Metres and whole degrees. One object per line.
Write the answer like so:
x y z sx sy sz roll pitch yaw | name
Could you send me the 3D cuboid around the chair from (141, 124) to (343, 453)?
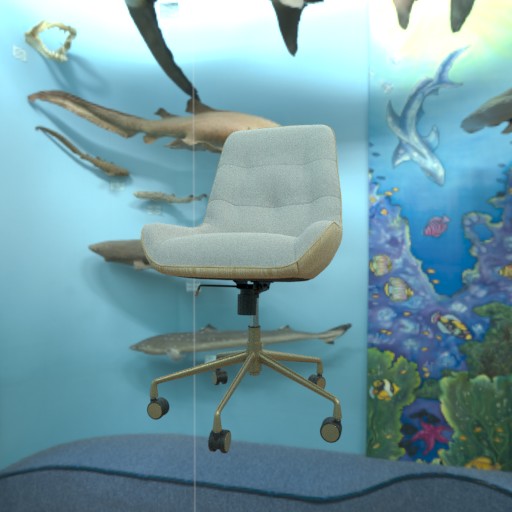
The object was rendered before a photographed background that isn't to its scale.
0.000 0.000 1.376 0.564 0.952 0.668 0 2 17 | chair
